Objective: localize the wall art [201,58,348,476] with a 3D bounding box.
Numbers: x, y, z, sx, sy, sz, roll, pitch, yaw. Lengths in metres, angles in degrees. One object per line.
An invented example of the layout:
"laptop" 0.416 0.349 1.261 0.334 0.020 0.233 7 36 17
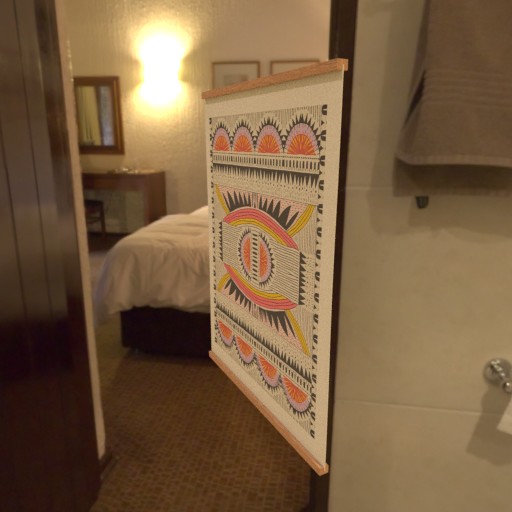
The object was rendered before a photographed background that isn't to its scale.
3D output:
"wall art" 0.000 0.000 1.367 0.028 1.016 0.765 -8 16 -27
